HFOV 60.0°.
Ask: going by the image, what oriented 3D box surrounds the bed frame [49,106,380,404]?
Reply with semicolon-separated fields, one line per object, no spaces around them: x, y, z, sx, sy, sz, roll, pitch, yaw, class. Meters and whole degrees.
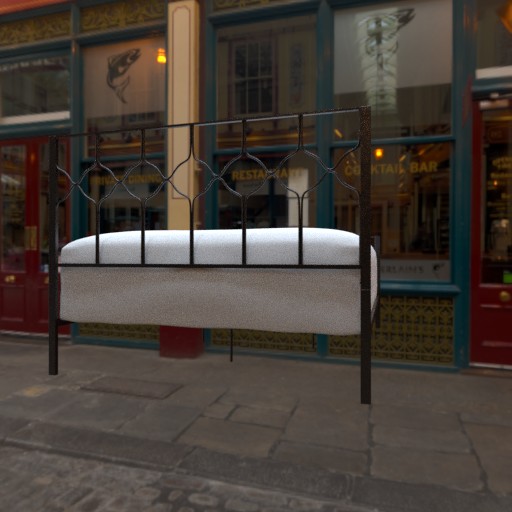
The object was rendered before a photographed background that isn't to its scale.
0.000;0.000;3.027;1.597;1.222;2.063;0;0;17;bed frame
